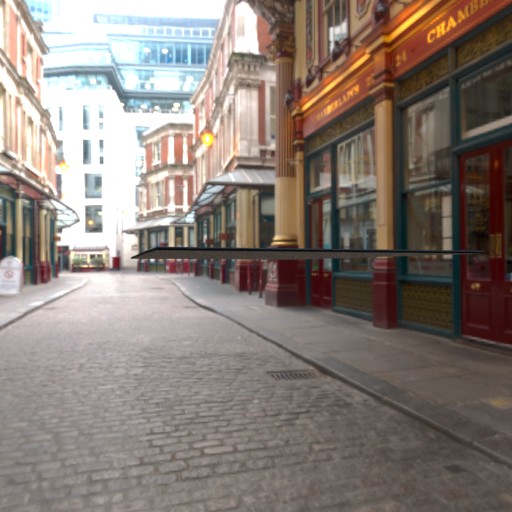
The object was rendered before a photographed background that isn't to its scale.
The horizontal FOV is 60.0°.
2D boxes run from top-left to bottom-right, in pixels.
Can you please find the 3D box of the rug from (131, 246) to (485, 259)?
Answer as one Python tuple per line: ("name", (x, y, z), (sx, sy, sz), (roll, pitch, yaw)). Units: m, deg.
("rug", (0.000, 0.000, 2.932), (1.528, 0.014, 2.294), (0, -1, -18))
